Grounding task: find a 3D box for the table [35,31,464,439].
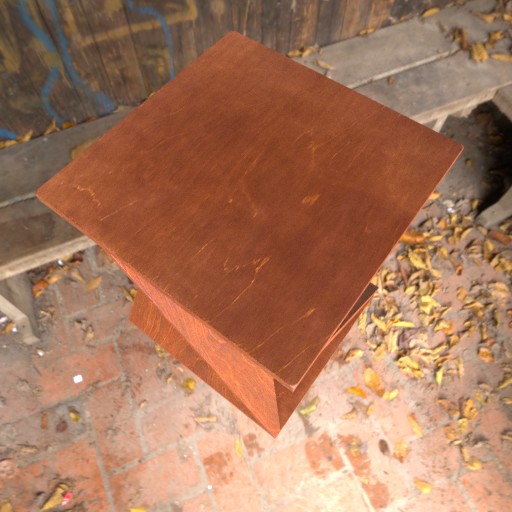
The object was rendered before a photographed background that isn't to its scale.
[{"bbox_3d":[0.000,0.000,0.845,0.427,0.520,0.427,34,67,16],"label":"table"}]
